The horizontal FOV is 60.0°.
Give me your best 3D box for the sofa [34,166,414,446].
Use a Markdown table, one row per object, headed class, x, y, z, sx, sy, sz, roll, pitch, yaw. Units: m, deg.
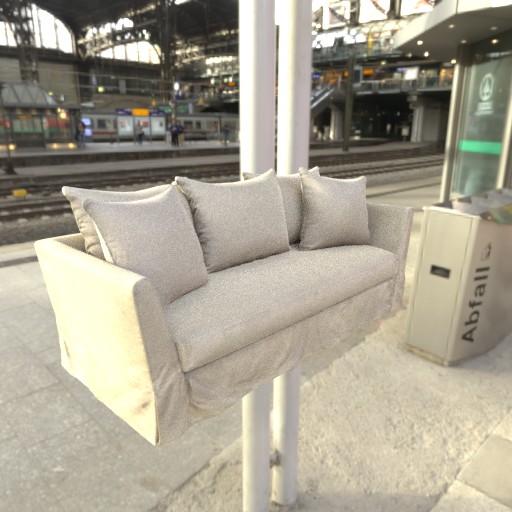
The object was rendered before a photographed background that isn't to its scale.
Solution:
| class | x | y | z | sx | sy | sz | roll | pitch | yaw |
| --- | --- | --- | --- | --- | --- | --- | --- | --- | --- |
| sofa | 0.000 | 0.000 | 2.795 | 1.031 | 1.034 | 2.290 | 15 | 22 | 42 |
